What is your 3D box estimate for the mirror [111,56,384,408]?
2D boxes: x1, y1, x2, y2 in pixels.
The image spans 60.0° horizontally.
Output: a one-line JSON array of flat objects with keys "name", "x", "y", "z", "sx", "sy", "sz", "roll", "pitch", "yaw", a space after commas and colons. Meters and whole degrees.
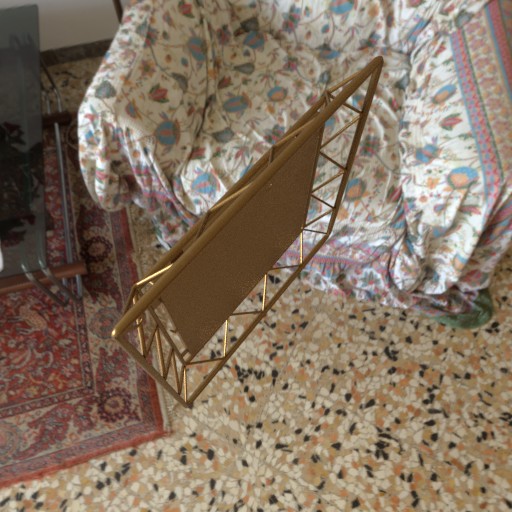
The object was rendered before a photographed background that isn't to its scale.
[{"name": "mirror", "x": 0.000, "y": 0.000, "z": 0.612, "sx": 0.046, "sy": 0.414, "sz": 0.416, "roll": 35, "pitch": 69, "yaw": 16}]
